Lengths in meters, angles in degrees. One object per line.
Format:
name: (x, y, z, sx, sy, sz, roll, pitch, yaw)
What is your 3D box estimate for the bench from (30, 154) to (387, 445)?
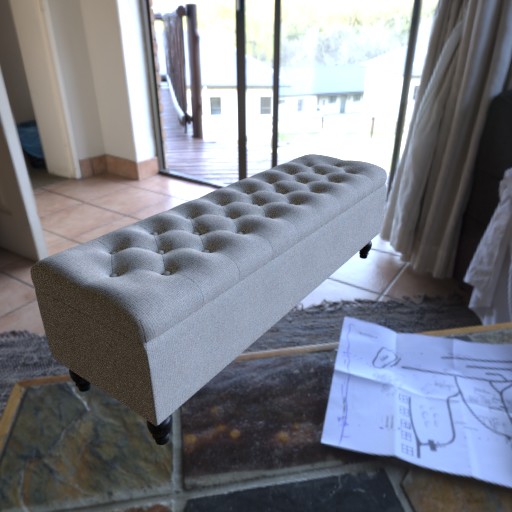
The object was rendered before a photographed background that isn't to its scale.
bench: (0.000, 0.000, 1.683, 0.455, 0.467, 1.480, 18, 32, 31)
